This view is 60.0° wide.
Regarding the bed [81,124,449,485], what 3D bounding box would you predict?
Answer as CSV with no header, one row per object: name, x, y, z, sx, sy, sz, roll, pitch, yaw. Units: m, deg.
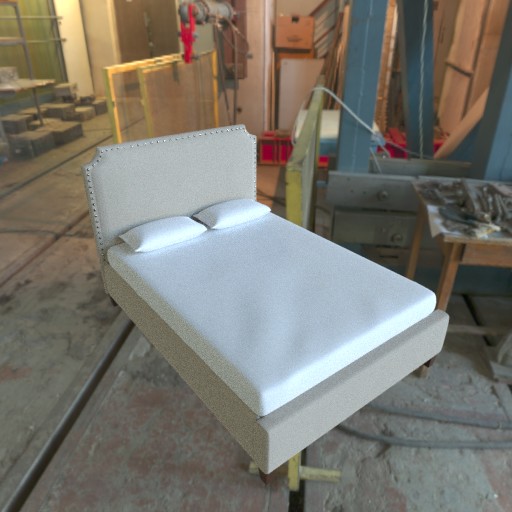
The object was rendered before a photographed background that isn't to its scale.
bed,0.000,0.000,3.408,1.713,1.443,2.372,-20,34,-33
